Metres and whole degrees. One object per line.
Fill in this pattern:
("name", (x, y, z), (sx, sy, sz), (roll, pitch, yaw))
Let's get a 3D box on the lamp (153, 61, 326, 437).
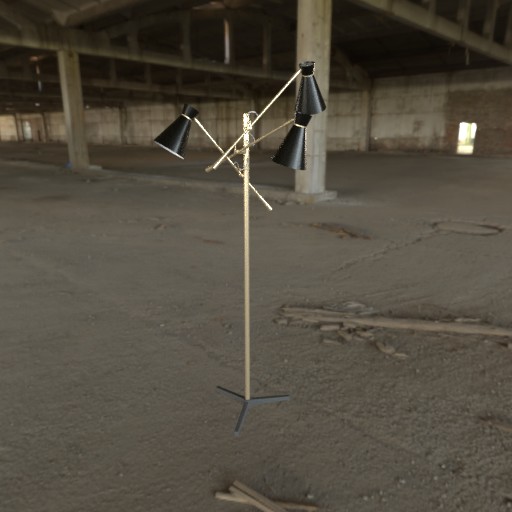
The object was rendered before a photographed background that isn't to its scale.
("lamp", (0.000, 0.000, 2.179), (0.653, 1.804, 0.750), (14, 21, 40))
